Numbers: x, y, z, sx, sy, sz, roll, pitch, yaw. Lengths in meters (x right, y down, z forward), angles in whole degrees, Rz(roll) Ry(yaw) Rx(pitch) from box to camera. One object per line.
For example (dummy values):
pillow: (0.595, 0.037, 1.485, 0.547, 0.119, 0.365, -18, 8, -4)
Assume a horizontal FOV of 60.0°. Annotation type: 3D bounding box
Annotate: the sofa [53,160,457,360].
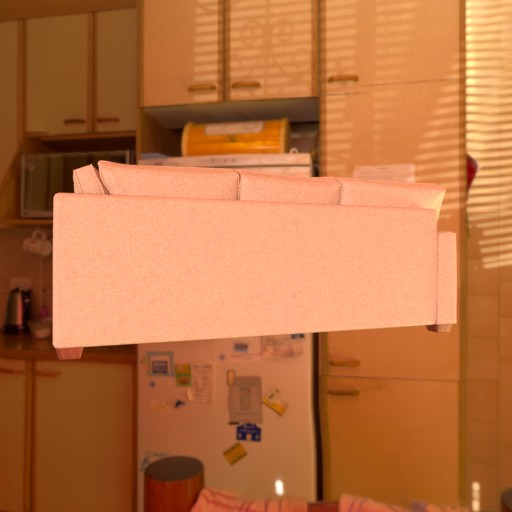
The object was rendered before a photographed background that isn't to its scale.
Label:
sofa: (0.000, 0.000, 2.873, 2.317, 0.962, 1.061, 0, 0, -20)
